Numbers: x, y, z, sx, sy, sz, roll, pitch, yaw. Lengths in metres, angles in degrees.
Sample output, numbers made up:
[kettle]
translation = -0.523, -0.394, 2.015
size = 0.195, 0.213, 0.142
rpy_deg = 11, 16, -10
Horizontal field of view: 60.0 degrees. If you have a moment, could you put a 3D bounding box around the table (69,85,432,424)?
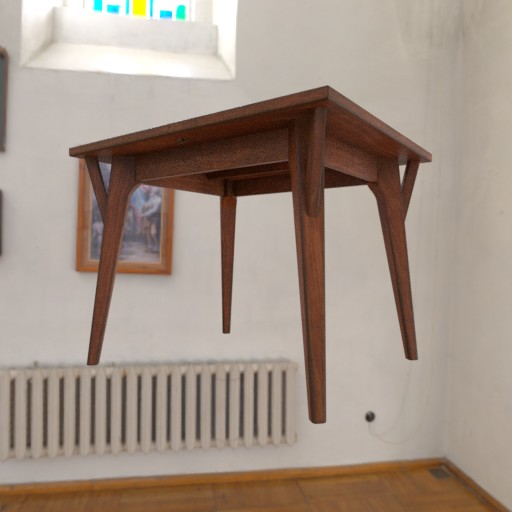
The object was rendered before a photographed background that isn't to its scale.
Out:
[table]
translation = 0.000, 0.000, 1.585
size = 0.991, 0.761, 0.838
rpy_deg = 0, 1, 36
